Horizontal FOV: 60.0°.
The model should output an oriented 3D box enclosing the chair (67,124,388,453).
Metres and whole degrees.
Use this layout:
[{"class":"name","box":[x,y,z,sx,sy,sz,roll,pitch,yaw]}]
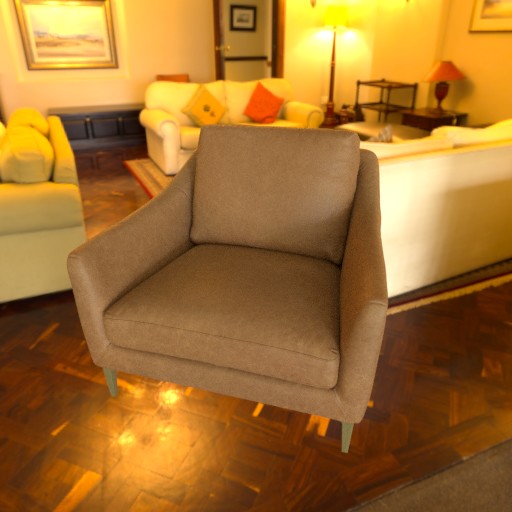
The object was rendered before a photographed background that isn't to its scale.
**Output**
[{"class":"chair","box":[0.000,0.000,1.720,0.988,0.895,0.963,8,27,15]}]
